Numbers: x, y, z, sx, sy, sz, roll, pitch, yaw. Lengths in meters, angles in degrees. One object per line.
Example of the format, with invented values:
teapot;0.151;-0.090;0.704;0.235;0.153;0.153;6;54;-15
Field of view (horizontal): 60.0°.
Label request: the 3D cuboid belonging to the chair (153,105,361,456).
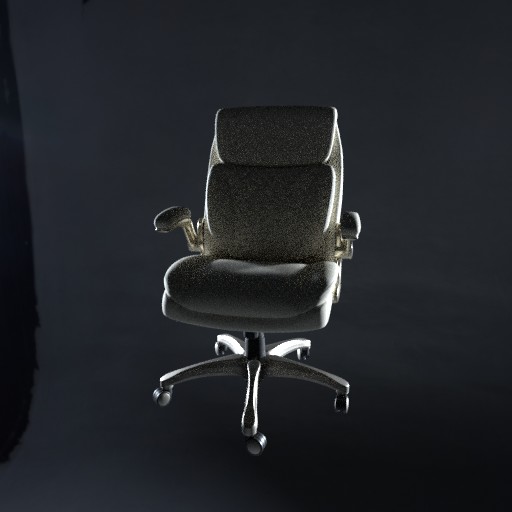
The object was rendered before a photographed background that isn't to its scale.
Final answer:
chair;0.000;0.000;1.651;0.740;1.110;0.794;2;15;8
